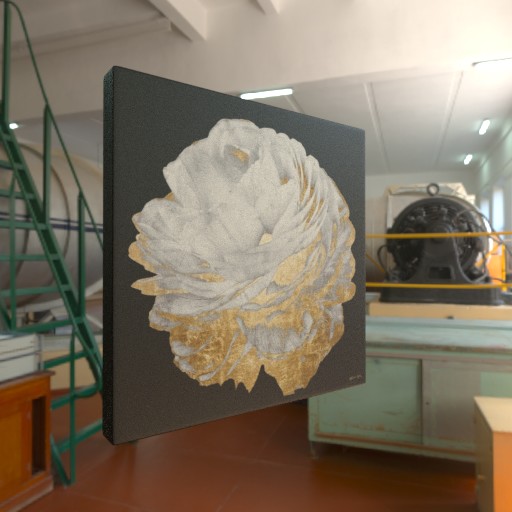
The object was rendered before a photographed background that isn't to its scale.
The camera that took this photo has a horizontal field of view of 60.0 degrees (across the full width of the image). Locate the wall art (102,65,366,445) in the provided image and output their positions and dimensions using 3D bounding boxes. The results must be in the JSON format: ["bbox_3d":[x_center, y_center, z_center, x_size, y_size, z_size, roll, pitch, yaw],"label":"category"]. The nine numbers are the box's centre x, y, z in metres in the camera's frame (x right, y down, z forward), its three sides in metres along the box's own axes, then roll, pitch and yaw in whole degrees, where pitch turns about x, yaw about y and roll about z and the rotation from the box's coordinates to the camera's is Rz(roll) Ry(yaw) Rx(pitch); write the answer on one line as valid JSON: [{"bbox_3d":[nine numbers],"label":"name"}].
[{"bbox_3d":[0.000,0.000,0.606,0.406,0.407,0.041,0,-1,-36],"label":"wall art"}]
